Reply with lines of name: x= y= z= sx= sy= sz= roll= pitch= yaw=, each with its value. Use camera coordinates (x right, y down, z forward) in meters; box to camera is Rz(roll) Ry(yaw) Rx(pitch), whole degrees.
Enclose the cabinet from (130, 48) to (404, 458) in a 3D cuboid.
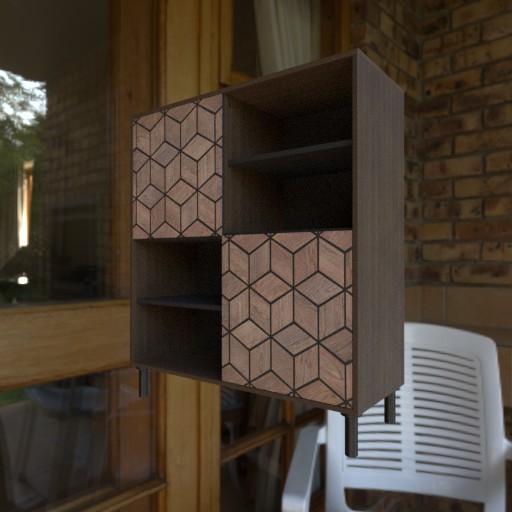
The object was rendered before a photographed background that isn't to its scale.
cabinet: x=0.000 y=0.000 z=1.707 sx=1.010 sy=1.170 sz=0.400 roll=0 pitch=0 yaw=36
